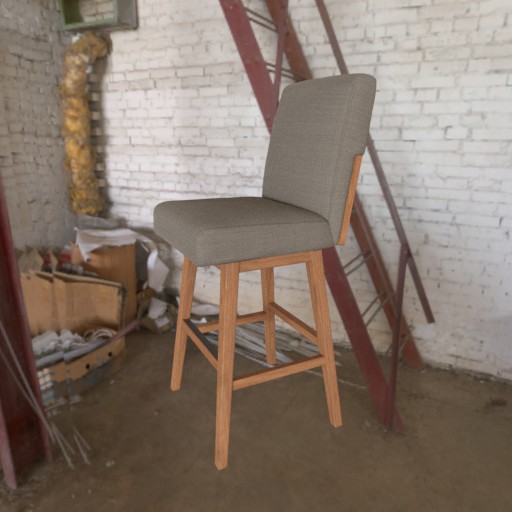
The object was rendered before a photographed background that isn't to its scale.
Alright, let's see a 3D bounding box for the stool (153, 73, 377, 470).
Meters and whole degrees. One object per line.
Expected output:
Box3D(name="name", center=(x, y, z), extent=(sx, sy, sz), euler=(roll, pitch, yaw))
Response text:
Box3D(name="stool", center=(0.000, 0.000, 1.447), extent=(0.570, 1.112, 0.483), euler=(-8, 18, -26))
